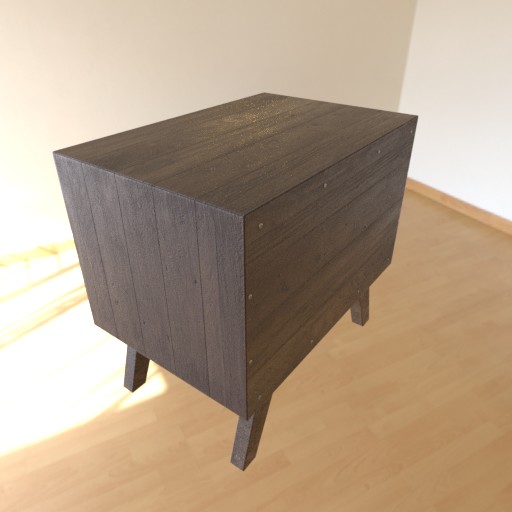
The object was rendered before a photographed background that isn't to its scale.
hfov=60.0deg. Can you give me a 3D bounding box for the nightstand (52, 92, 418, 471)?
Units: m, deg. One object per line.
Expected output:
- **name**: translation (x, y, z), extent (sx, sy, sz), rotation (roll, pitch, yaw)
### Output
- **nightstand**: translation (0.000, 0.000, 1.063), extent (0.450, 0.599, 0.650), rotation (21, 37, 31)
